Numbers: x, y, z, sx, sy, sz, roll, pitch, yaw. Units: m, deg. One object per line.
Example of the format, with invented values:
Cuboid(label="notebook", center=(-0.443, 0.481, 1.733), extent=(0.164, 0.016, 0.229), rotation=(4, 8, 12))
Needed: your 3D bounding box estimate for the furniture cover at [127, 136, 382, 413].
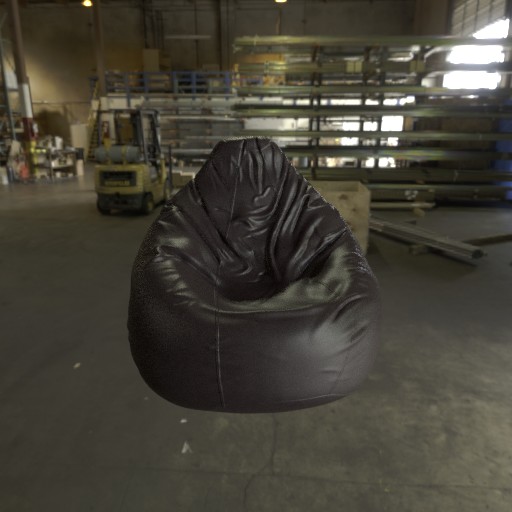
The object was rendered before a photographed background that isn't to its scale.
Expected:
Cuboid(label="furniture cover", center=(0.000, 0.000, 1.917), extent=(1.070, 0.990, 1.070), rotation=(-2, 16, -8))
